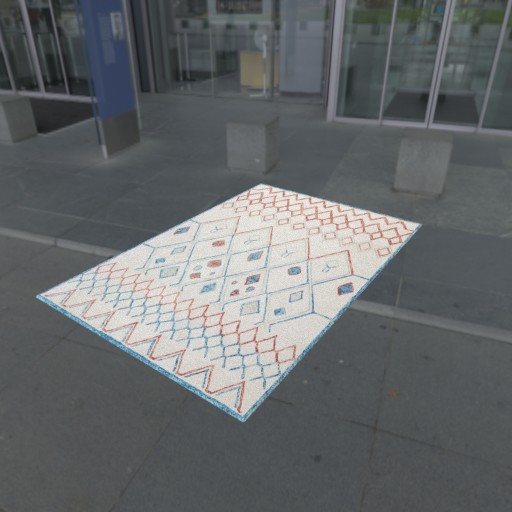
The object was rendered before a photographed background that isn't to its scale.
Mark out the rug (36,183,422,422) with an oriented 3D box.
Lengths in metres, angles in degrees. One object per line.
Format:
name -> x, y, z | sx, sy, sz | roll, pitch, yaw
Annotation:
rug -> 0.000, 0.000, 2.406 | 1.219, 0.016, 1.829 | 20, 35, 30
